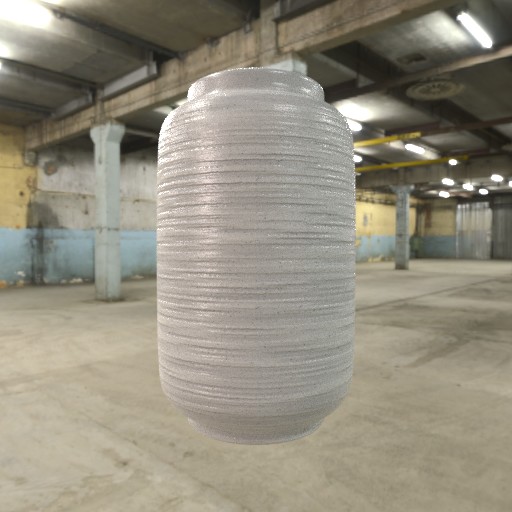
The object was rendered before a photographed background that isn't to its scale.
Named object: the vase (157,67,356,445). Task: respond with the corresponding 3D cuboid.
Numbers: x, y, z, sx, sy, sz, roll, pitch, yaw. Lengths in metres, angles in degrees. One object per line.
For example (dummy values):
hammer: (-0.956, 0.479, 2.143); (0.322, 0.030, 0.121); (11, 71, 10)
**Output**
vase: (0.000, 0.000, 0.461); (0.202, 0.335, 0.202); (0, 1, 0)
